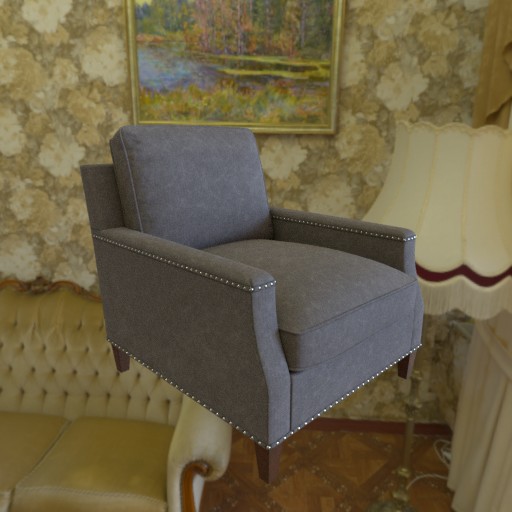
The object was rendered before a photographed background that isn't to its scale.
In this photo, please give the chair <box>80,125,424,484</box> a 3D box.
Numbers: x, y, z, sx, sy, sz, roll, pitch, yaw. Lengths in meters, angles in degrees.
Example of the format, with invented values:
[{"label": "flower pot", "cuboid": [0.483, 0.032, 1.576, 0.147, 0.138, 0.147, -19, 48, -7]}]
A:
[{"label": "chair", "cuboid": [0.000, 0.000, 1.656, 0.853, 0.948, 1.014, -14, 21, -42]}]
